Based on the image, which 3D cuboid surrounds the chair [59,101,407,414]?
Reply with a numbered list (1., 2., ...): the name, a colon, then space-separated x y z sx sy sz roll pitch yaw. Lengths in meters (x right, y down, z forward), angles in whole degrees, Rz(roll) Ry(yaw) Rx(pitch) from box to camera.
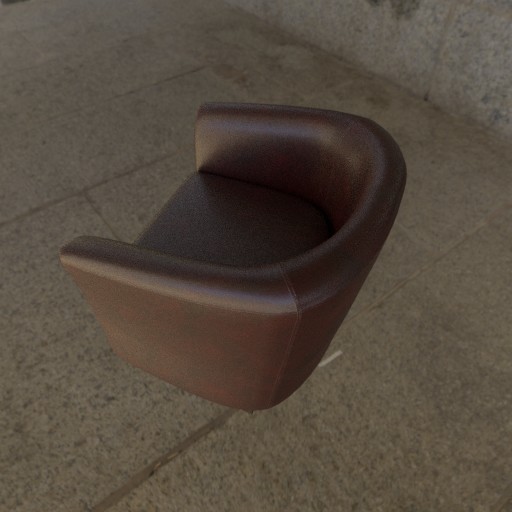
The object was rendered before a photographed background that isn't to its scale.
1. chair: 0.000 0.000 1.376 0.727 0.756 0.792 17 51 15
